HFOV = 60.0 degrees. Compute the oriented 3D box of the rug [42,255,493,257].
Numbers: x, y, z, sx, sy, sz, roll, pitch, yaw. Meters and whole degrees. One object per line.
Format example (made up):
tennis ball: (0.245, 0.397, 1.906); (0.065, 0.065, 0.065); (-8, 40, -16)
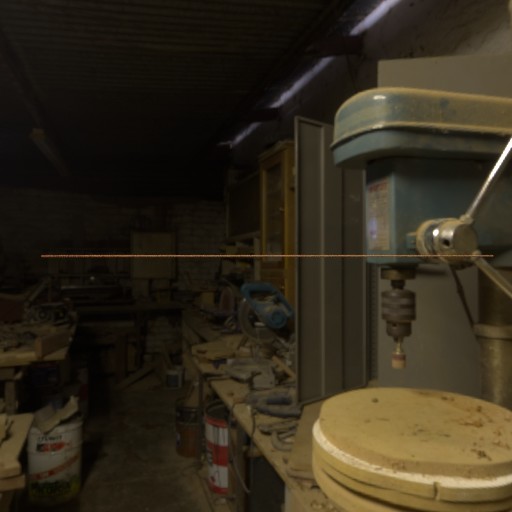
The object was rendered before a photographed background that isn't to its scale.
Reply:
rug: (0.000, 0.000, 2.844); (2.285, 0.006, 1.524); (0, 0, -18)
